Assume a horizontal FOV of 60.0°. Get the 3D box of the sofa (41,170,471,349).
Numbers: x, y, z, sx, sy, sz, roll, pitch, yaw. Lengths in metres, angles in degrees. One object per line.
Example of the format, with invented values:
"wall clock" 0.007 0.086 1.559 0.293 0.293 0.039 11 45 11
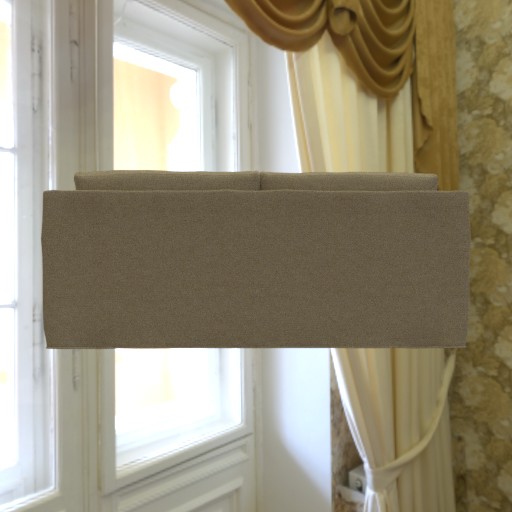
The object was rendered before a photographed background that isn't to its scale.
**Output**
"sofa" 0.000 0.000 2.477 1.987 0.847 0.956 0 0 -1
